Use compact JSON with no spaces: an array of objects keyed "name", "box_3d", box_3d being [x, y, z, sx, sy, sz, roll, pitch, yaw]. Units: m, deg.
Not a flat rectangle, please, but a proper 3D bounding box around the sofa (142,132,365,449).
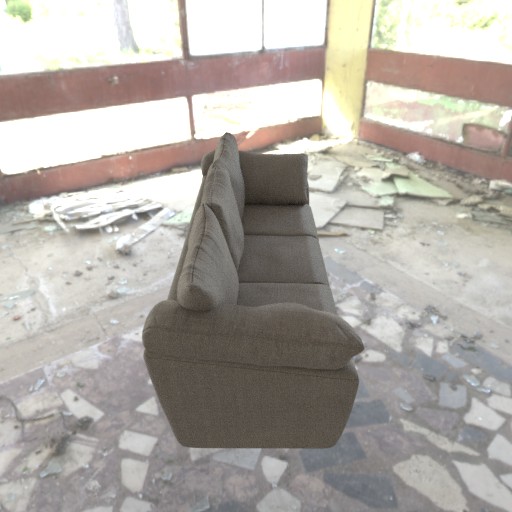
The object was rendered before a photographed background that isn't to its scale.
[{"name":"sofa","box_3d":[0.000,0.000,2.780,0.878,0.996,2.334,0,31,0]}]
